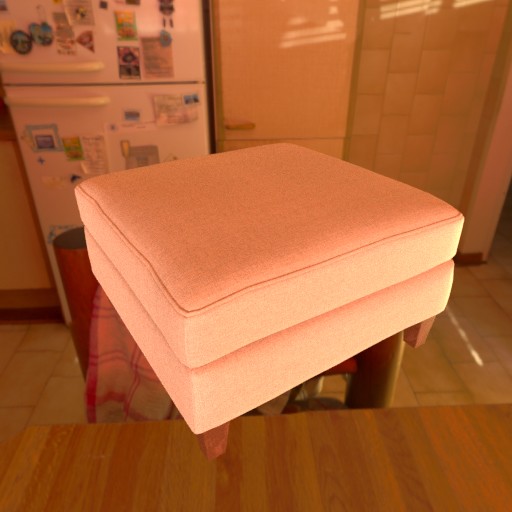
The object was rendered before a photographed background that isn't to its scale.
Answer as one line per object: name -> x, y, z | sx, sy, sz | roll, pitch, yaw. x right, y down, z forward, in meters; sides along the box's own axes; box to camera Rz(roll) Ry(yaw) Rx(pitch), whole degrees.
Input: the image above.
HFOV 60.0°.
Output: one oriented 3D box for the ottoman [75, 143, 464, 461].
ottoman -> 0.000, 0.000, 1.361 | 0.838, 0.503, 0.838 | -18, 34, -28
